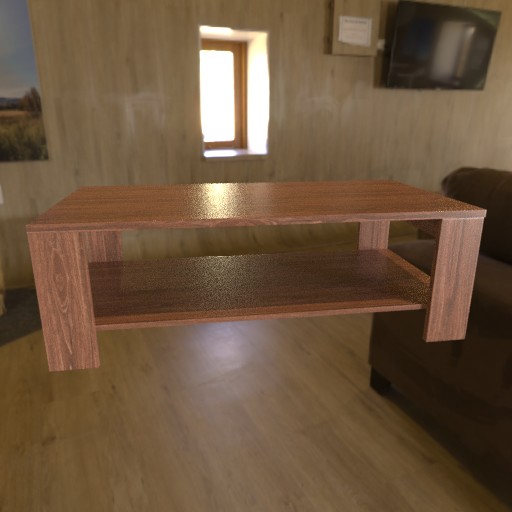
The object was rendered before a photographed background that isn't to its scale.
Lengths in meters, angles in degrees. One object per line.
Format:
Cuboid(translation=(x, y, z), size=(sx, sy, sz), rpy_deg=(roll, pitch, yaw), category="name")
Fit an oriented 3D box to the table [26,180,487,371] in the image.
Cuboid(translation=(0.000, 0.000, 1.483), size=(1.200, 0.400, 0.600), rpy_deg=(-3, 18, -8), category="table")
